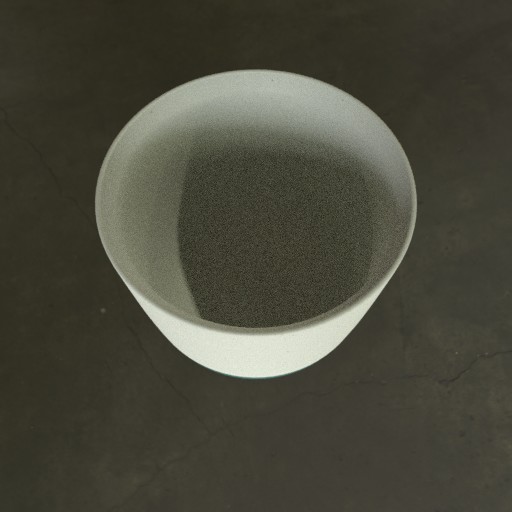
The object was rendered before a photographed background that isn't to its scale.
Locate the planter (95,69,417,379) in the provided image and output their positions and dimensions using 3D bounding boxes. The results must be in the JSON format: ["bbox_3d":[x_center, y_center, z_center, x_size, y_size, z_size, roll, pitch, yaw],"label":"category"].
[{"bbox_3d":[0.000,0.000,0.379,0.204,0.214,0.204,0,64,0],"label":"planter"}]
